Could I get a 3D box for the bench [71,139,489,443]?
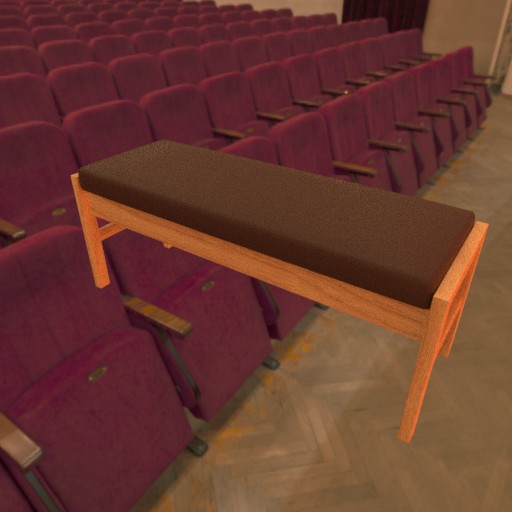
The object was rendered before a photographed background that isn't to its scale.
[{"bbox_3d":[0.000,0.000,1.412,1.200,0.480,0.405,20,37,29],"label":"bench"}]
